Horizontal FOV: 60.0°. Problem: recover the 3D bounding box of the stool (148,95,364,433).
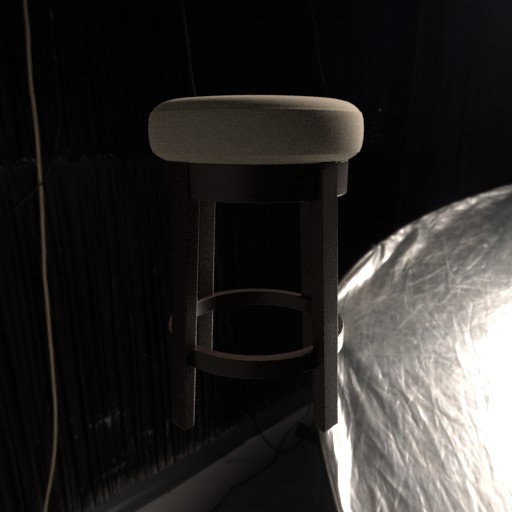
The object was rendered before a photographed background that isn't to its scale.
[{"bbox_3d":[0.000,0.000,0.980,0.449,0.655,0.449,0,16,0],"label":"stool"}]
